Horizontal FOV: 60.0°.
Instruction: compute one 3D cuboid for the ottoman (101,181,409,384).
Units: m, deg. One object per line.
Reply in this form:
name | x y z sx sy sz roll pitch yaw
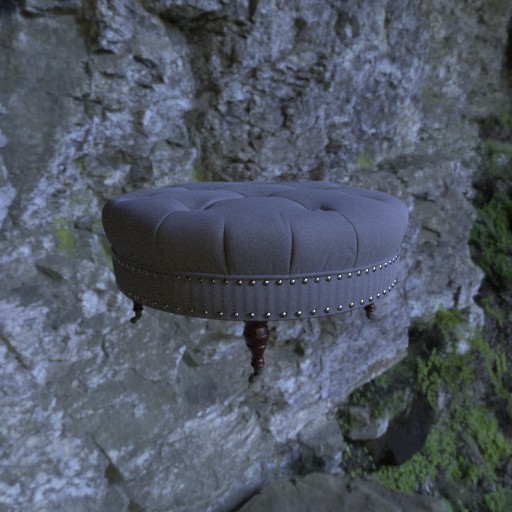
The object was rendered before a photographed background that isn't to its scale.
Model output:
ottoman | 0.000 0.000 1.385 0.901 0.439 0.901 0 14 0
